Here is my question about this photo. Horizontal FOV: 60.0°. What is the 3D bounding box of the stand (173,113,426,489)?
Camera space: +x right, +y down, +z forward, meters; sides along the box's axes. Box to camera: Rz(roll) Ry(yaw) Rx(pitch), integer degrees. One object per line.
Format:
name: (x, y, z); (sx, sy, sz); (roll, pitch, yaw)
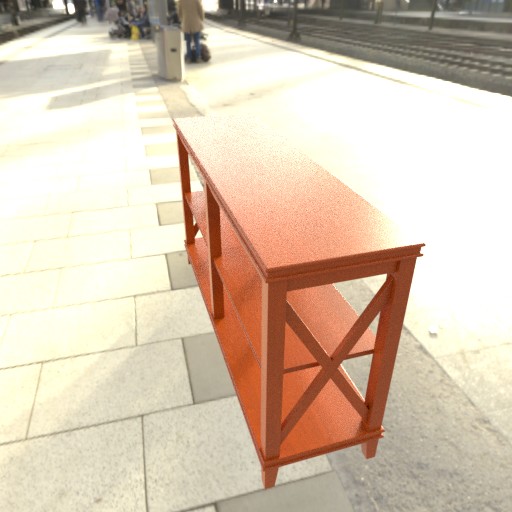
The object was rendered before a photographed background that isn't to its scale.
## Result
stand: (0.000, 0.000, 1.706); (0.381, 0.762, 1.372); (-9, 31, -15)
